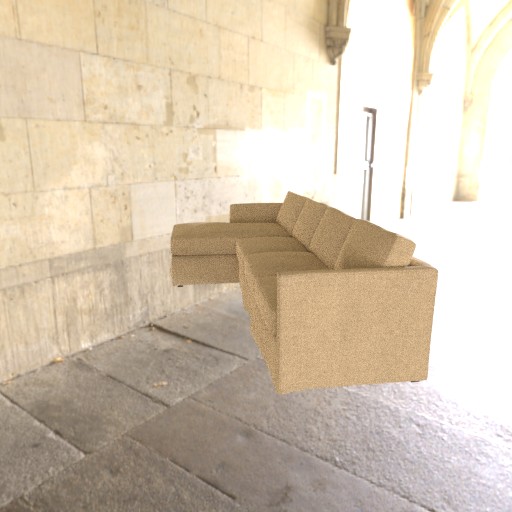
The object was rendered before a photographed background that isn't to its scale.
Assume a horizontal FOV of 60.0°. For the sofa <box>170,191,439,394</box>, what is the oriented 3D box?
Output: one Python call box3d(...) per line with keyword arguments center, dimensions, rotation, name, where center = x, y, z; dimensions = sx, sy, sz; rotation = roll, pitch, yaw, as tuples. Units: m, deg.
box3d(center=(0.000, 0.000, 3.982), dimensions=(1.650, 0.922, 3.205), rotation=(-2, 14, -8), name="sofa")
